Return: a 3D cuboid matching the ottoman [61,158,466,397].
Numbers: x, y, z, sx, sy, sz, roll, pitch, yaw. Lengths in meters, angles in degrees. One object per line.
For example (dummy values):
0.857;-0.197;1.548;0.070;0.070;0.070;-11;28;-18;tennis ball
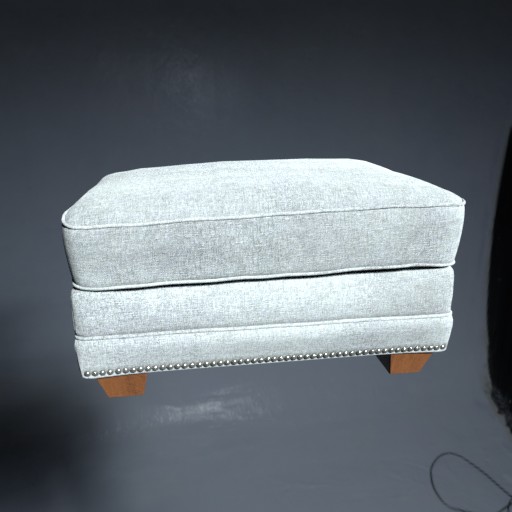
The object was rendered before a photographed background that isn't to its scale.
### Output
0.000;0.000;1.130;0.813;0.457;0.561;-3;18;-8;ottoman
